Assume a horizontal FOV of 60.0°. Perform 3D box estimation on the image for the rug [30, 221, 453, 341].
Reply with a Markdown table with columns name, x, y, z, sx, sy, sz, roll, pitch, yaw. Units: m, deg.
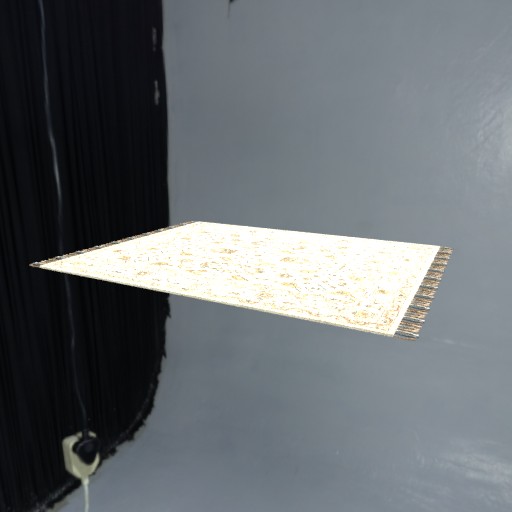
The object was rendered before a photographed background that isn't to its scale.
| name | x | y | z | sx | sy | sz | roll | pitch | yaw |
| --- | --- | --- | --- | --- | --- | --- | --- | --- | --- |
| rug | 0.000 | 0.000 | 2.220 | 1.726 | 0.009 | 1.278 | 8 | 17 | 27 |
